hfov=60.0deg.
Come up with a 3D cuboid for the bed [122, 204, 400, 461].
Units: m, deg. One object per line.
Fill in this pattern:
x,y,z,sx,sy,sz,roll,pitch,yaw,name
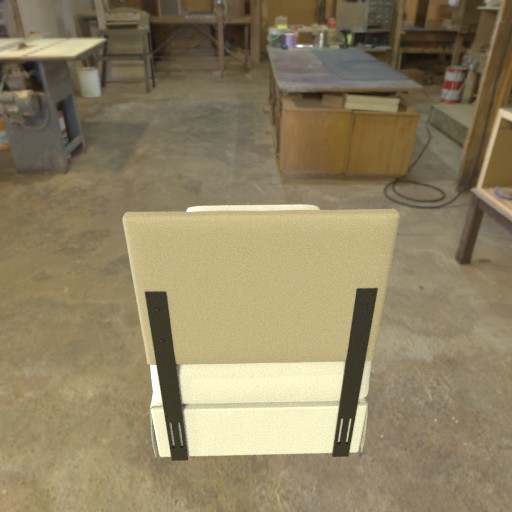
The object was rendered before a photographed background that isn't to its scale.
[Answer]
0.000,0.000,3.026,1.261,1.571,1.997,-1,31,-1,bed
